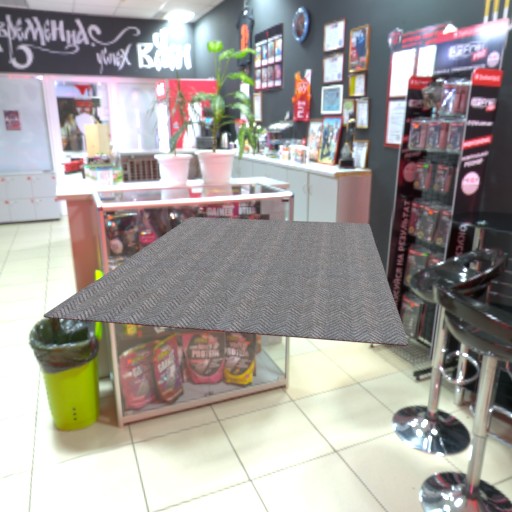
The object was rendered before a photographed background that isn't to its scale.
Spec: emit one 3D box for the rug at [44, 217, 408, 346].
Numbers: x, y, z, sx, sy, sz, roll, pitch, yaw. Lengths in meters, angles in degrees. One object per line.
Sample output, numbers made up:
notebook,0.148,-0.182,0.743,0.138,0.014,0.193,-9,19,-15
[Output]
rug,0.000,0.000,5.260,2.894,0.011,3.957,3,17,9
